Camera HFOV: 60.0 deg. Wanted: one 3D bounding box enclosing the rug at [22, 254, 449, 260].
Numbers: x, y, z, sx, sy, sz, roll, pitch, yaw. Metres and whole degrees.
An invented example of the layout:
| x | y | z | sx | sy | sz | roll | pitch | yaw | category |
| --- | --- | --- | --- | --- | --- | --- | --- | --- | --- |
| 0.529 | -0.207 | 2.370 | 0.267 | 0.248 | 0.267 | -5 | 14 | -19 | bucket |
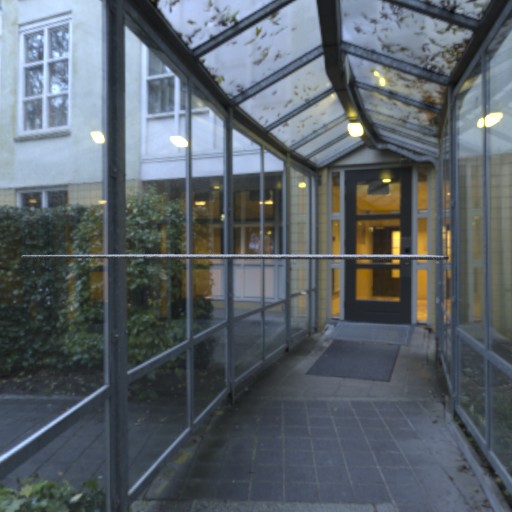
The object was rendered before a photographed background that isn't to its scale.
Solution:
| x | y | z | sx | sy | sz | roll | pitch | yaw | category |
| --- | --- | --- | --- | --- | --- | --- | --- | --- | --- |
| 0.000 | 0.000 | 4.117 | 3.049 | 0.025 | 2.449 | 0 | 0 | 17 | rug |
